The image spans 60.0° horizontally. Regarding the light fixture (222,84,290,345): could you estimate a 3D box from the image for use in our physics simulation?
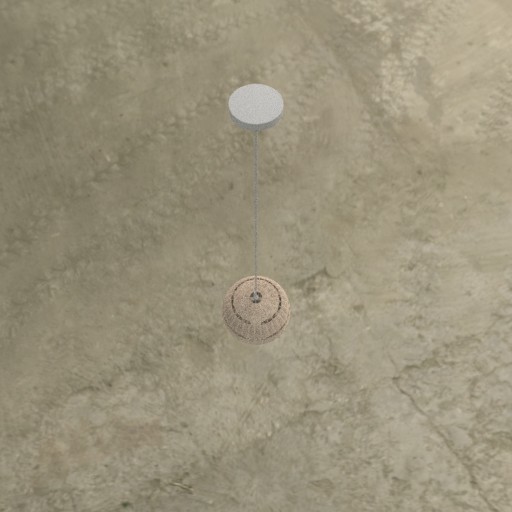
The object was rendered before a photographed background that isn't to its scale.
[{"bbox_3d":[0.000,0.000,2.238,0.457,2.019,0.457,2,63,1],"label":"light fixture"}]
